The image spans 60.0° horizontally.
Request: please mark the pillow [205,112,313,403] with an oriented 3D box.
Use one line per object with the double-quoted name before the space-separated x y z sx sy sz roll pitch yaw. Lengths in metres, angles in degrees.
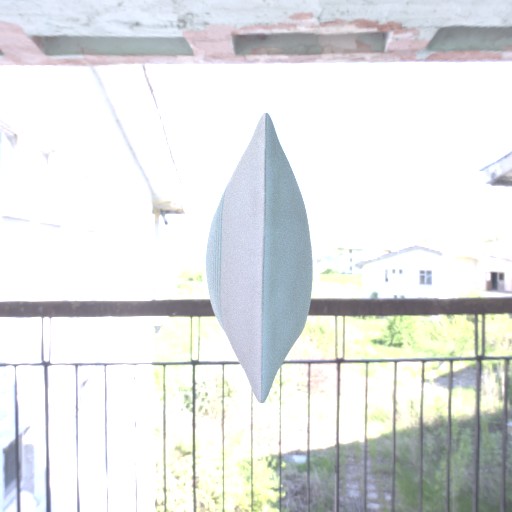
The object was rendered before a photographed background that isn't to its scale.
"pillow" 0.000 0.000 0.724 0.151 0.287 0.610 0 0 -1
